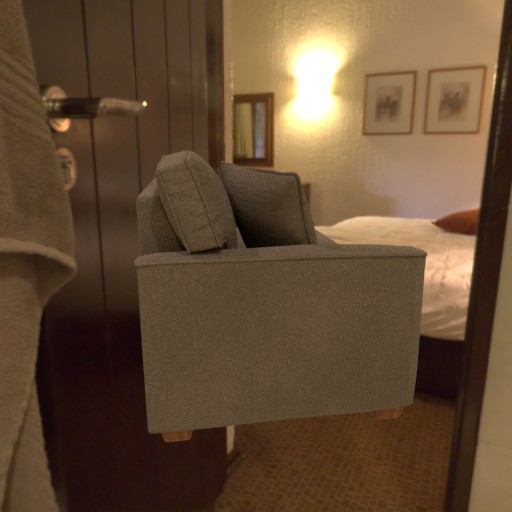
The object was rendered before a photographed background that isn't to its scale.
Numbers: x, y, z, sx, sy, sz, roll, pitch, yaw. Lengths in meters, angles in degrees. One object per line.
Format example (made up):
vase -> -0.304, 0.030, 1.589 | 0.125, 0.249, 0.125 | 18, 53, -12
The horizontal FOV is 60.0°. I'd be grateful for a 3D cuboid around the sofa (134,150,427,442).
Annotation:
sofa -> 0.000, 0.000, 2.113 | 0.991, 0.989, 1.388 | -2, 13, -10
